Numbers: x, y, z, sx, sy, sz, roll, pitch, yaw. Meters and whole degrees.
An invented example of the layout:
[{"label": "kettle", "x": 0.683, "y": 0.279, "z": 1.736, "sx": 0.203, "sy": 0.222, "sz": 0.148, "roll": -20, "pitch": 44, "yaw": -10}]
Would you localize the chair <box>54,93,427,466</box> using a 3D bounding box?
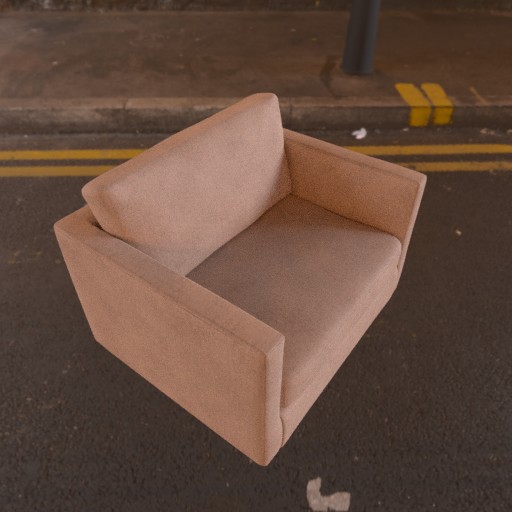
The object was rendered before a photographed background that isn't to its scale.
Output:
[{"label": "chair", "x": 0.000, "y": 0.000, "z": 1.821, "sx": 0.959, "sy": 0.961, "sz": 1.133, "roll": 26, "pitch": 48, "yaw": 27}]
